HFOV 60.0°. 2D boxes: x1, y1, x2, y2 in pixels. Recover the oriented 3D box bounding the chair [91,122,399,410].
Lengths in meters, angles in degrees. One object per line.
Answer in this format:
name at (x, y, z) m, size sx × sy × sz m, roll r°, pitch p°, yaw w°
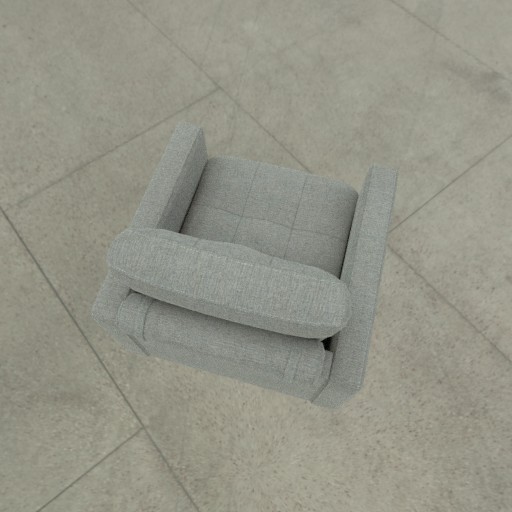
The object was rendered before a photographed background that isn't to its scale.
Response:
chair at (0.000, 0.000, 1.532) m, size 0.821 × 0.880 × 0.843 m, roll 14°, pitch 65°, yaw 7°
